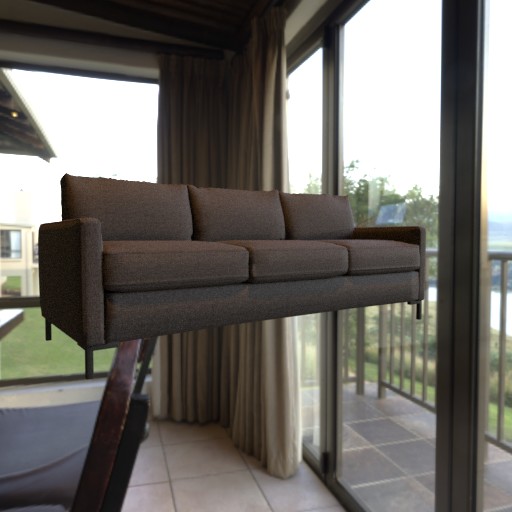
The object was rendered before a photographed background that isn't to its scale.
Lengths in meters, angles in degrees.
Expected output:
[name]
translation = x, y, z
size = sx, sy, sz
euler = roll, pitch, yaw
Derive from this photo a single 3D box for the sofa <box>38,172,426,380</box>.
[sofa]
translation = 0.000, 0.000, 2.656
size = 2.253, 0.882, 0.876
euler = -2, 3, -36
